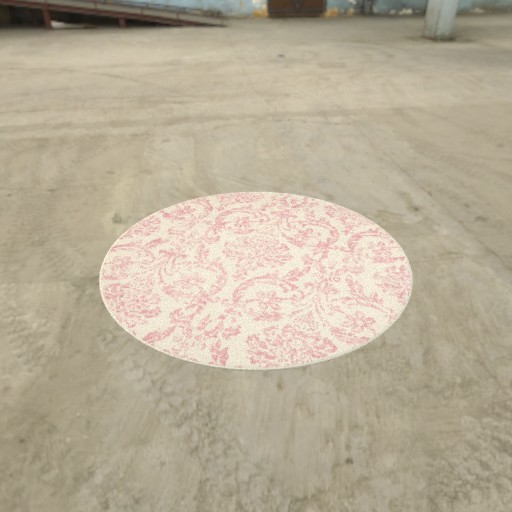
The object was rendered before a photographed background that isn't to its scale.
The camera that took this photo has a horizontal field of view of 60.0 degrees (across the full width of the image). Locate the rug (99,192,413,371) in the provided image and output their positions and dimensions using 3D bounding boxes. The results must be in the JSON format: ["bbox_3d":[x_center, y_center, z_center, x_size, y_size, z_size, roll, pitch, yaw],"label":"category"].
[{"bbox_3d":[0.000,0.000,2.346,1.593,0.012,1.593,0,33,0],"label":"rug"}]
